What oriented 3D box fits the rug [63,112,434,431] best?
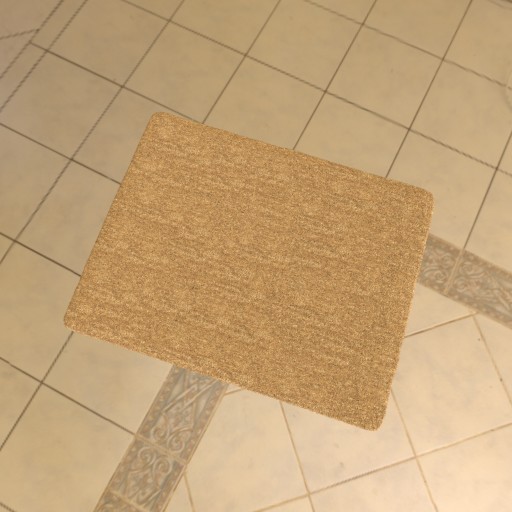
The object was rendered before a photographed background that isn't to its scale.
[{"bbox_3d":[0.000,0.000,3.977,2.873,0.050,2.242,17,76,5],"label":"rug"}]
